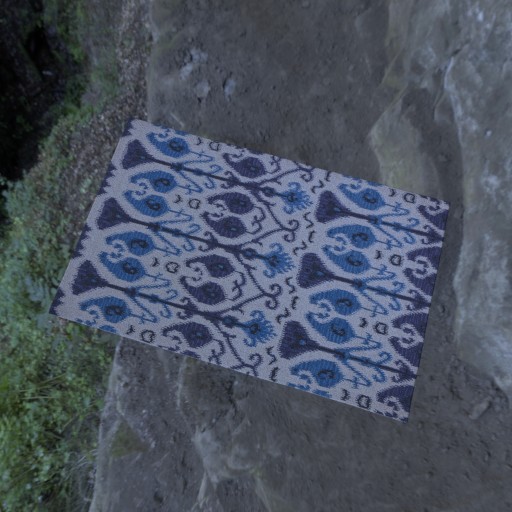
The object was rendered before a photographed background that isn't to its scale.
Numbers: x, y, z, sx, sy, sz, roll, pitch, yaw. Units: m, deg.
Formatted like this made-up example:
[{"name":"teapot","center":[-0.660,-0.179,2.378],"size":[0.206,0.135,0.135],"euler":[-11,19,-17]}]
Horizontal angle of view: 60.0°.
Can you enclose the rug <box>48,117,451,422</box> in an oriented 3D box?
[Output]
[{"name":"rug","center":[0.000,0.000,2.123],"size":[1.698,0.013,1.072],"euler":[16,76,4]}]
